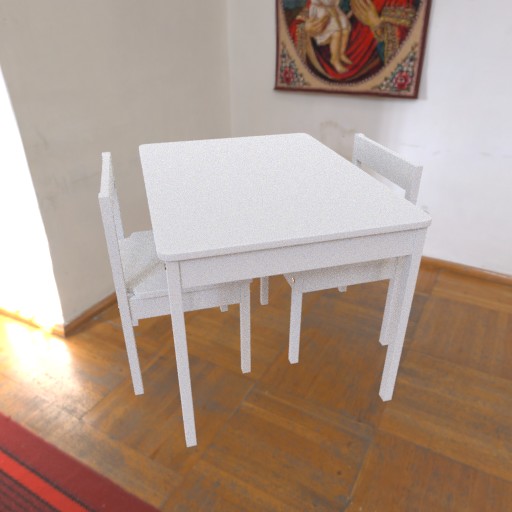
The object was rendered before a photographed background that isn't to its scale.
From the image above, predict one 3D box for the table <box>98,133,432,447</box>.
[{"bbox_3d":[0.000,0.000,1.118,0.672,0.503,0.650,-8,30,-14],"label":"table"}]
